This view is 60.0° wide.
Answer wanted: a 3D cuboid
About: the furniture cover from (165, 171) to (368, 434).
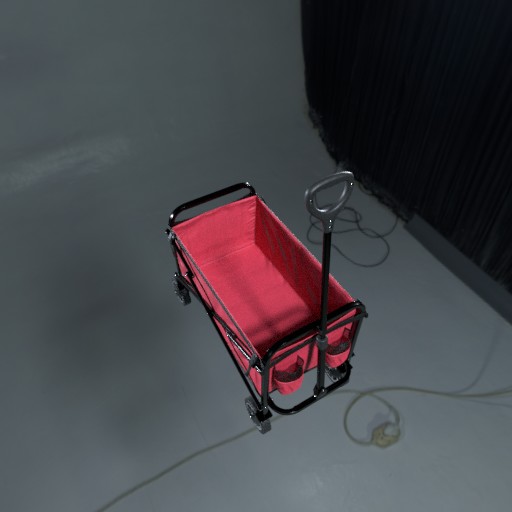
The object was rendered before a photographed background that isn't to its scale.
[{"bbox_3d":[0.000,0.000,1.826,0.532,1.295,1.038,-24,52,-20],"label":"furniture cover"}]
